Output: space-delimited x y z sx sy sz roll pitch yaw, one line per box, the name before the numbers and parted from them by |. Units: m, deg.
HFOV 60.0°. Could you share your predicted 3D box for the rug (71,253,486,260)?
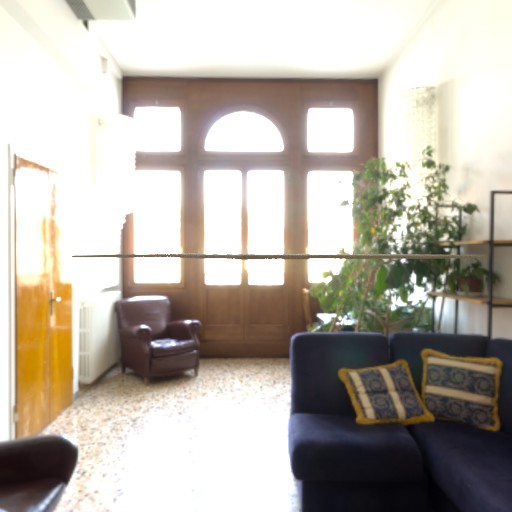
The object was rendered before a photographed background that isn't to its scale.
rug | 0.000 0.000 4.085 2.472 0.035 3.017 0 0 -37
